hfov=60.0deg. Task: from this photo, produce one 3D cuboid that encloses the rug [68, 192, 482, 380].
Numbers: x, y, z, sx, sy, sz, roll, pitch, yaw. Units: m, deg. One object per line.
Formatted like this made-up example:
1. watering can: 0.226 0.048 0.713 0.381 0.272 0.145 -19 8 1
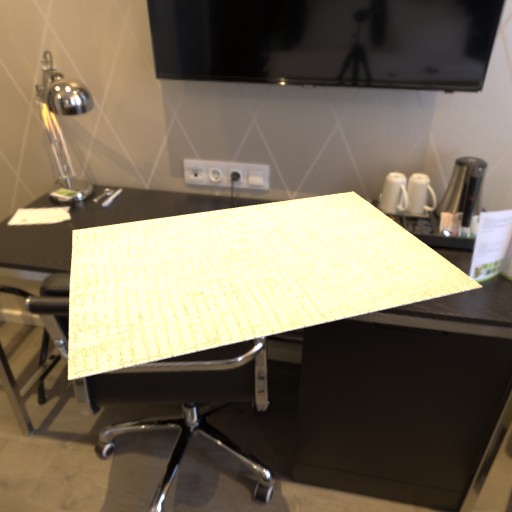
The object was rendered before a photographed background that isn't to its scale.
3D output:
1. rug: 0.000 0.000 2.312 1.827 0.007 1.211 -10 32 -16
